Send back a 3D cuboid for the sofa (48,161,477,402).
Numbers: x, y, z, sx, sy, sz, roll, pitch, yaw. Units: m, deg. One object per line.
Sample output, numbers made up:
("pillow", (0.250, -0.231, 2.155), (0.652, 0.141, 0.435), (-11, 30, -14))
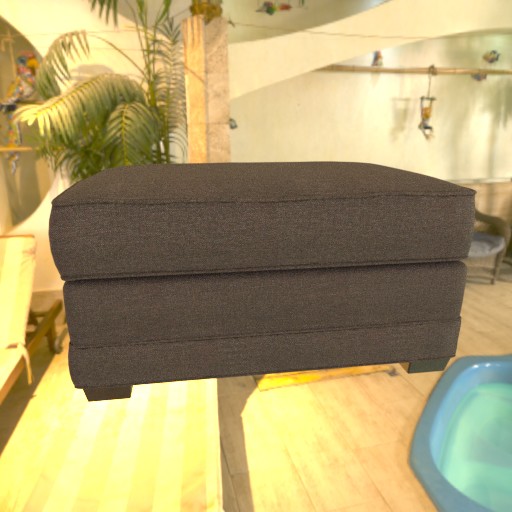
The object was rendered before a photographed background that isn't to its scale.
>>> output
("sofa", (0.000, 0.000, 1.157), (0.854, 0.457, 0.578), (-3, 17, -8))
